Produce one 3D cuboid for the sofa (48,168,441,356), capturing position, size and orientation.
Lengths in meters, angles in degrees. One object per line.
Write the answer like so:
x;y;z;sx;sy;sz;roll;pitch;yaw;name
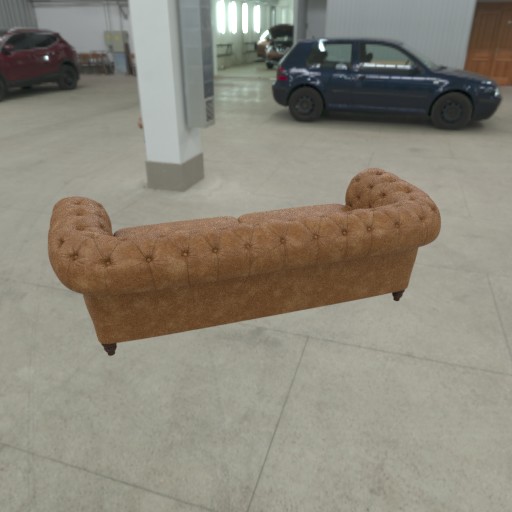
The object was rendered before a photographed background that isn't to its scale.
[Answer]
0.000;0.000;2.795;2.365;0.760;0.989;-8;28;-16;sofa
